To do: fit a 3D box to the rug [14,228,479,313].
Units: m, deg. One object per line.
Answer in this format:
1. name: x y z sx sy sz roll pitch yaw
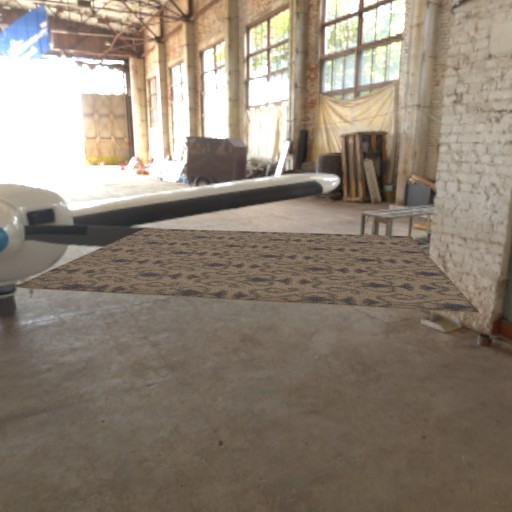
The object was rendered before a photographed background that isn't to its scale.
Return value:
1. rug: 0.000 0.000 4.152 3.205 0.015 2.437 2 14 9
